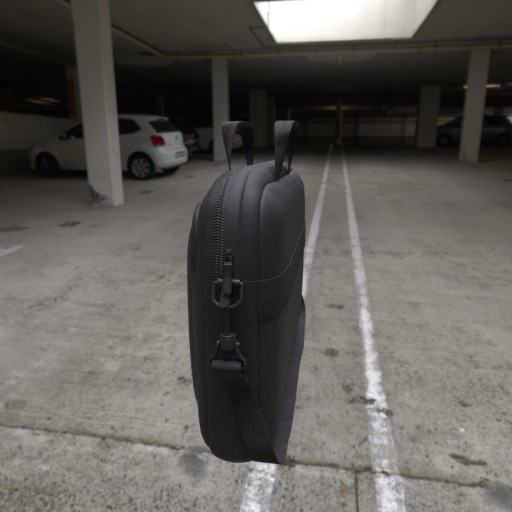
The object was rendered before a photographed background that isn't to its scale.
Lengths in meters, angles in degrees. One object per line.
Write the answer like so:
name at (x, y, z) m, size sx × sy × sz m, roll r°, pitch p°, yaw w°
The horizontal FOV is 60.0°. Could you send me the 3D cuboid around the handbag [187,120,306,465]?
handbag at (0.000, 0.000, 0.422) m, size 0.089 × 0.244 × 0.320 m, roll 2°, pitch 14°, yaw 9°
